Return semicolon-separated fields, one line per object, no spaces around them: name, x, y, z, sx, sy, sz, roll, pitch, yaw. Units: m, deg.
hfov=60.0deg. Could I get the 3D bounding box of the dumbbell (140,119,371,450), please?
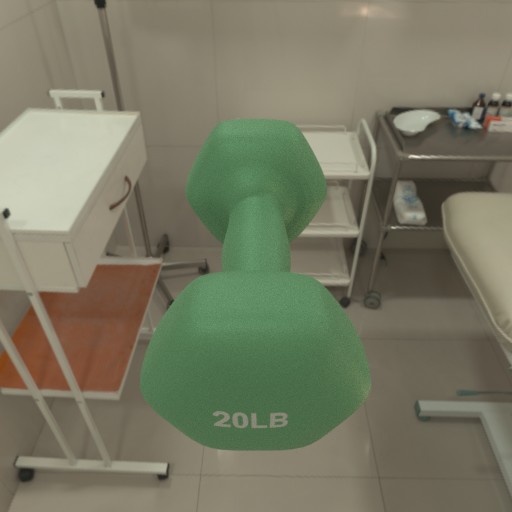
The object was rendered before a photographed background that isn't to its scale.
dumbbell;0.000;0.000;0.326;0.129;0.117;0.260;1;40;1
